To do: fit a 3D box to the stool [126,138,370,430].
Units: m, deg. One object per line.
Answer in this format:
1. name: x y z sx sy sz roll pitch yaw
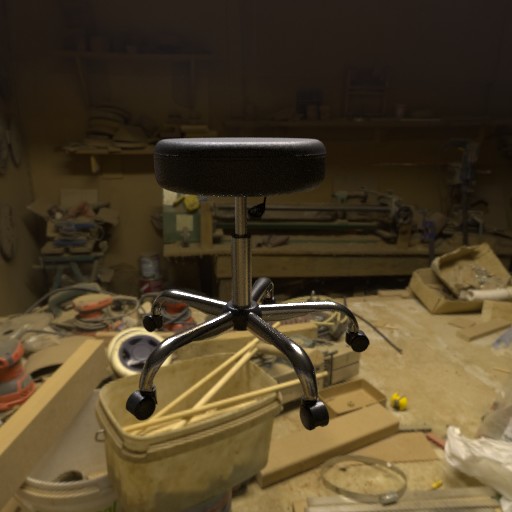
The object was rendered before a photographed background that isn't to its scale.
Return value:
1. stool: 0.000 0.000 1.129 0.638 0.576 0.673 -2 16 -8
